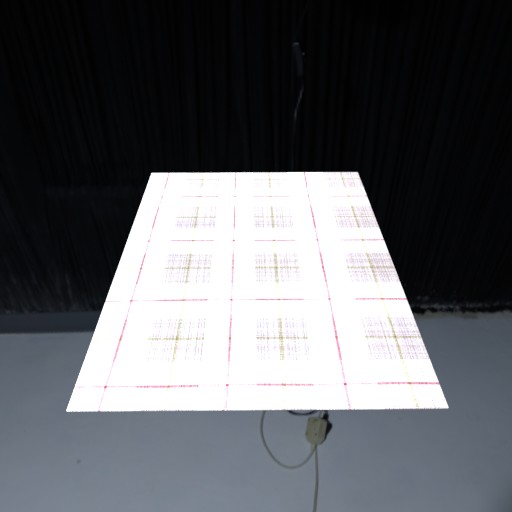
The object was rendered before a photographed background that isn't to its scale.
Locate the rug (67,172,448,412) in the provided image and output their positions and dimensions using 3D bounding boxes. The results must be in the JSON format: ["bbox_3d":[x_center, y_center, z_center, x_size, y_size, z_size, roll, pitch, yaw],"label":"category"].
[{"bbox_3d":[0.000,0.000,3.839,2.317,0.016,2.959,0,39,0],"label":"rug"}]
